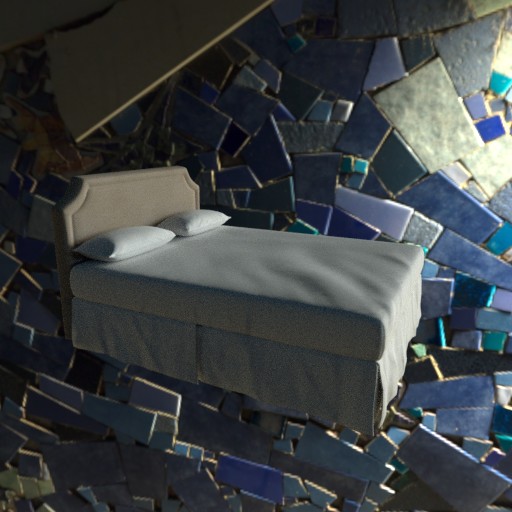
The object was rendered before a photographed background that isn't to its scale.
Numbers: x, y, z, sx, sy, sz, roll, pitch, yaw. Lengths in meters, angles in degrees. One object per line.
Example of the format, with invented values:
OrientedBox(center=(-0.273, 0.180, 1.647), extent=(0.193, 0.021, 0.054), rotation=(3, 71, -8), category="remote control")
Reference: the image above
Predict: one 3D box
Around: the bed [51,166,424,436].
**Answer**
OrientedBox(center=(0.000, 0.000, 3.606), extent=(2.498, 1.293, 1.977), rotation=(7, 17, 25), category="bed")
